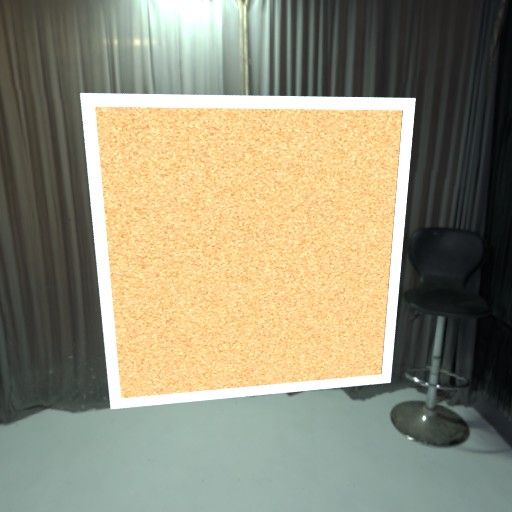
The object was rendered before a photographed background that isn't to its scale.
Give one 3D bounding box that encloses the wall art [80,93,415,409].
[{"bbox_3d":[0.000,0.000,0.745,0.506,0.505,0.038,-3,15,-9],"label":"wall art"}]
